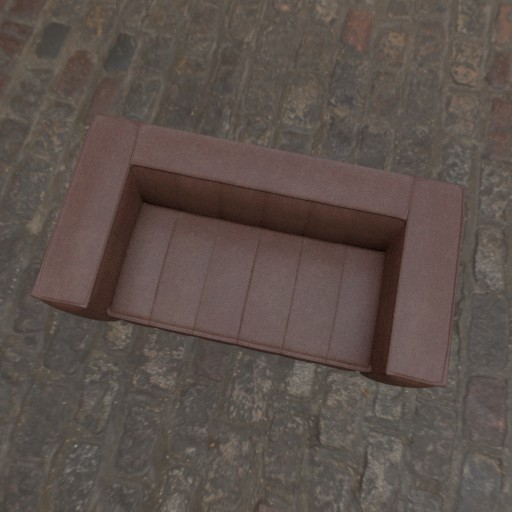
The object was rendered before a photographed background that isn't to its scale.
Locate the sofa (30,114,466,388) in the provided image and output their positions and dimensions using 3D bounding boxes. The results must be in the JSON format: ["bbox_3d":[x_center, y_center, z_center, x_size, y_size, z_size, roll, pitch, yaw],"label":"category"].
[{"bbox_3d":[0.000,0.000,2.571,2.088,0.703,1.102,12,76,3],"label":"sofa"}]
